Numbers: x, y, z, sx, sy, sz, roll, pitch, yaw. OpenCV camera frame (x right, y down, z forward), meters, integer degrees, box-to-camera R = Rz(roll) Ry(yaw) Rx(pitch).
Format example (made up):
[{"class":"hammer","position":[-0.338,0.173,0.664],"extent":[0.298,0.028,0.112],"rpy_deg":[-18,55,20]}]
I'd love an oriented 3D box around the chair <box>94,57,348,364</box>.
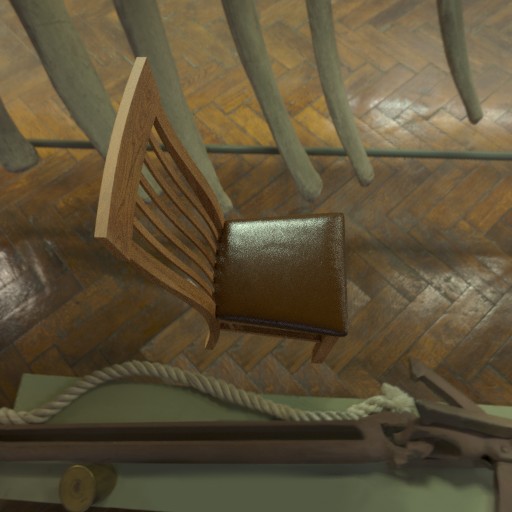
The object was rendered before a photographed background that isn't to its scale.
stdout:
[{"class":"chair","position":[0.000,0.000,1.352],"extent":[0.580,1.050,0.450],"rpy_deg":[3,65,1]}]
